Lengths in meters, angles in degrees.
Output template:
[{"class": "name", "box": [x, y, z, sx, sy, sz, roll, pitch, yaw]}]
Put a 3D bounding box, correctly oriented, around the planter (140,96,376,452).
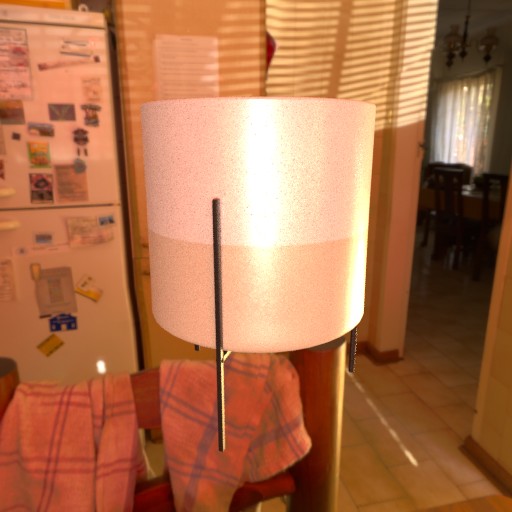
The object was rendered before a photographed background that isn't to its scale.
[{"class": "planter", "box": [0.000, 0.000, 0.754, 0.359, 0.484, 0.368, -14, 21, -42]}]
